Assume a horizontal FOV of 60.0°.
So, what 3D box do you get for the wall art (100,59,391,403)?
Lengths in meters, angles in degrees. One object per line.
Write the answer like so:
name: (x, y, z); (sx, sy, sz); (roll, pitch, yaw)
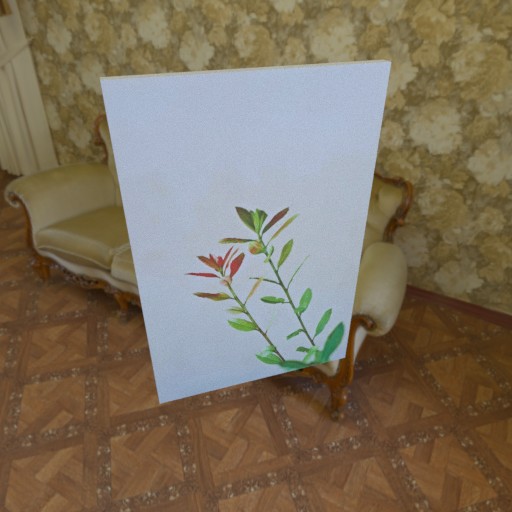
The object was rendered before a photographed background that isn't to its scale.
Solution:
wall art: (0.000, 0.000, 1.445); (0.764, 1.143, 0.038); (-10, 35, -15)
